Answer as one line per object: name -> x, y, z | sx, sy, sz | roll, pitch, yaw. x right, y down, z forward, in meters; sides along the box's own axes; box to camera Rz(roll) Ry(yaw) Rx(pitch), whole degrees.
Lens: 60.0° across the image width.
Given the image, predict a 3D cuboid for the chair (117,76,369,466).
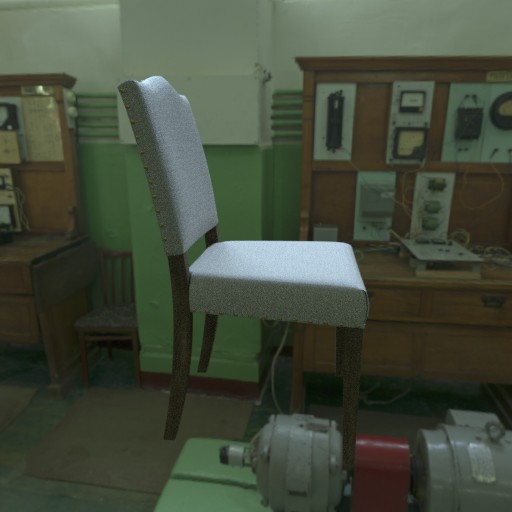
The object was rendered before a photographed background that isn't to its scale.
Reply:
chair -> 0.000, 0.000, 1.334 | 0.620, 1.020, 0.508 | 2, 15, 7
